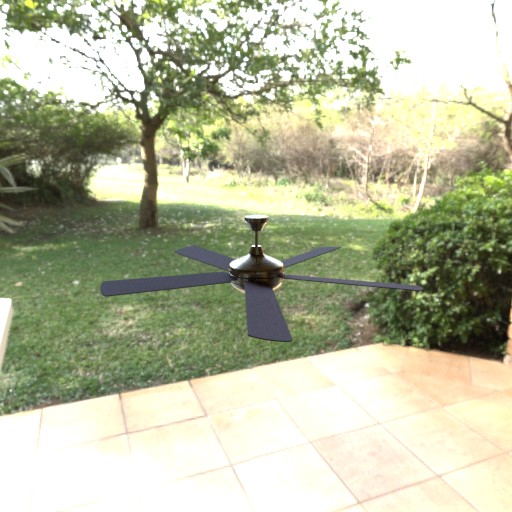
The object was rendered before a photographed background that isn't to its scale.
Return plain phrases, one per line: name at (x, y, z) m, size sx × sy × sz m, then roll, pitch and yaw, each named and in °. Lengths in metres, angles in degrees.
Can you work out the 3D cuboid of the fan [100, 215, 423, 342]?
fan at (0.000, 0.000, 1.982) m, size 1.321 × 0.356 × 1.321 m, roll -7°, pitch 16°, yaw -27°
